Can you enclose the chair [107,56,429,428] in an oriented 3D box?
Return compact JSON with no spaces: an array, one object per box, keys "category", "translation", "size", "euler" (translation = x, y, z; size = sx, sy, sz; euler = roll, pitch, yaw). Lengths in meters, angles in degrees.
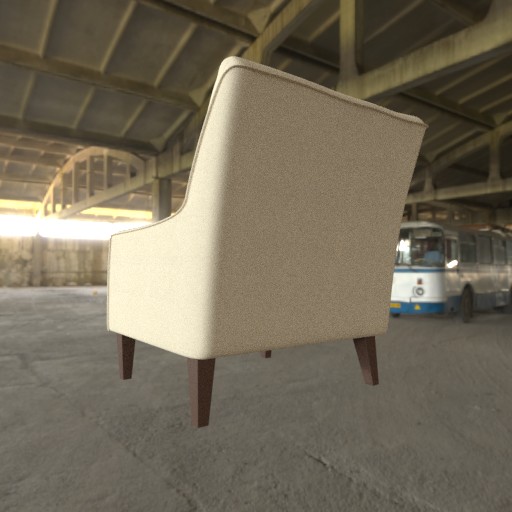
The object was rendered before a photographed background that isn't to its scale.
[{"category":"chair","translation":[0.000,0.000,1.581],"size":[0.780,0.919,0.899],"euler":[1,-2,-36]}]
